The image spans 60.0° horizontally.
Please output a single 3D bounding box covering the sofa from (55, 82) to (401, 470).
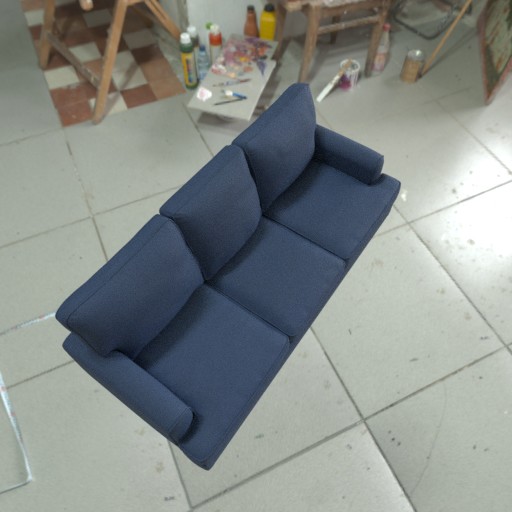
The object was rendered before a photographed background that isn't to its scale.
[{"bbox_3d":[0.000,0.000,2.651,0.951,0.965,2.158,31,63,18],"label":"sofa"}]
